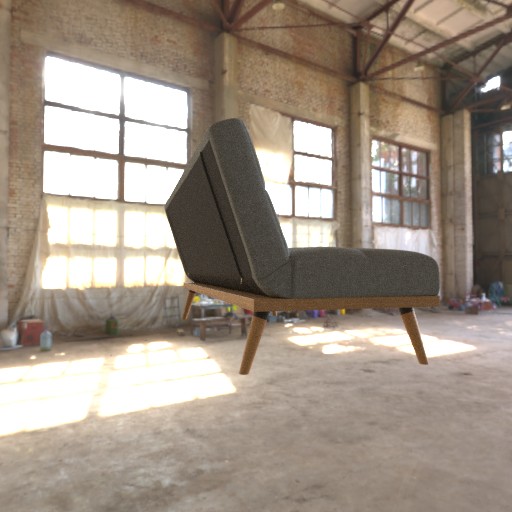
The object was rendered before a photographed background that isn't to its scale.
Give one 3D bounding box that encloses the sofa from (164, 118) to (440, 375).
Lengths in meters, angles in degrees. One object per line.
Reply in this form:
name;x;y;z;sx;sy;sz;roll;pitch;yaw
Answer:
sofa;0.000;0.000;2.268;0.800;0.800;1.820;0;-2;-16
